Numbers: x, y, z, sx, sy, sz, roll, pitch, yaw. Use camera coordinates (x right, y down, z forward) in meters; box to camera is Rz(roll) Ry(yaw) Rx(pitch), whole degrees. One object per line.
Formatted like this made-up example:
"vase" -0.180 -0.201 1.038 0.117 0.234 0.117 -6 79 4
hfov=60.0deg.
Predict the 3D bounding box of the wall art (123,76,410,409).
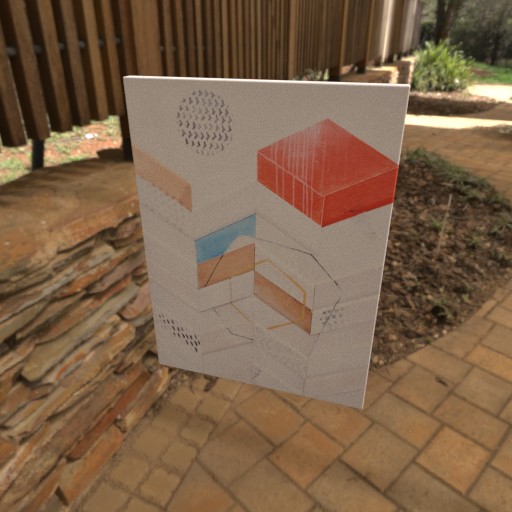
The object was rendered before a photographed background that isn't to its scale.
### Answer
"wall art" 0.000 0.000 1.370 0.759 1.014 0.045 8 28 16
